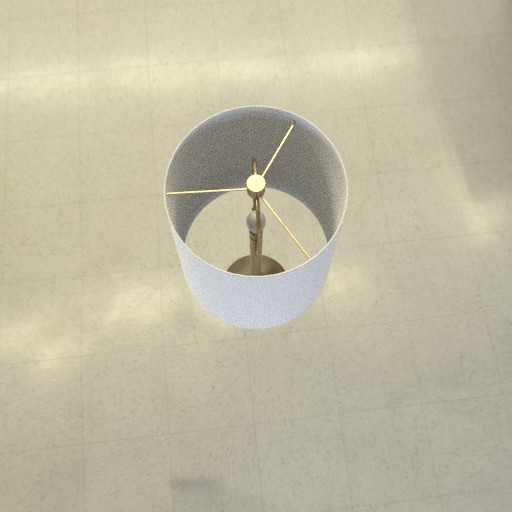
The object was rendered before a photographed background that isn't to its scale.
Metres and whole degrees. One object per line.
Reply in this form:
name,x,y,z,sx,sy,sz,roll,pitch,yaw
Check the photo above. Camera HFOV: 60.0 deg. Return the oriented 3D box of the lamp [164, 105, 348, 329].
lamp,0.000,0.000,0.698,0.231,0.569,0.231,0,76,0
